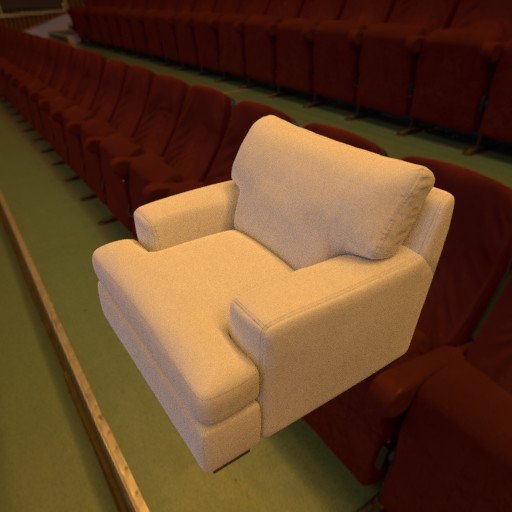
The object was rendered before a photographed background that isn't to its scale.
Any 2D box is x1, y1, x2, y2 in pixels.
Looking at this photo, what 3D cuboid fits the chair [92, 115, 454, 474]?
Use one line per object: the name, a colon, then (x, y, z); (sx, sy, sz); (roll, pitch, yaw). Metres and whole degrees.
chair: (0.000, 0.000, 1.943); (1.158, 0.930, 1.140); (-20, 36, -29)
